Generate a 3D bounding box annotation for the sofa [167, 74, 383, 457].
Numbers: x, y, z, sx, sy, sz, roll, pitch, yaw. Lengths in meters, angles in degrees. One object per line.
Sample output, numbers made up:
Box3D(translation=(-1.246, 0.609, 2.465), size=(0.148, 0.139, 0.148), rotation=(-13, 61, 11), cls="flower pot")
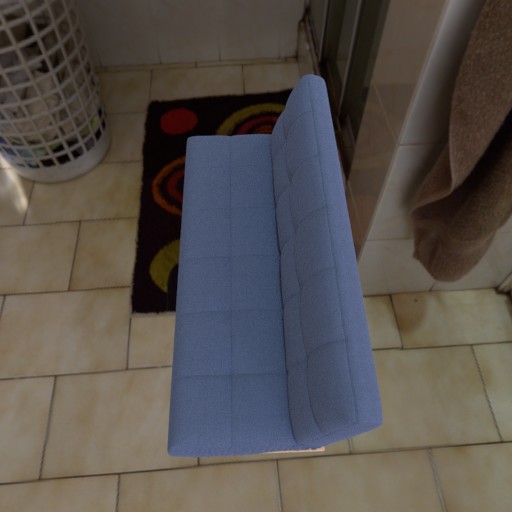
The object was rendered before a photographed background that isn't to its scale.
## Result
Box3D(translation=(0.000, 0.000, 2.218), size=(0.796, 0.800, 1.800), rotation=(-2, 59, -1), cls="sofa")
